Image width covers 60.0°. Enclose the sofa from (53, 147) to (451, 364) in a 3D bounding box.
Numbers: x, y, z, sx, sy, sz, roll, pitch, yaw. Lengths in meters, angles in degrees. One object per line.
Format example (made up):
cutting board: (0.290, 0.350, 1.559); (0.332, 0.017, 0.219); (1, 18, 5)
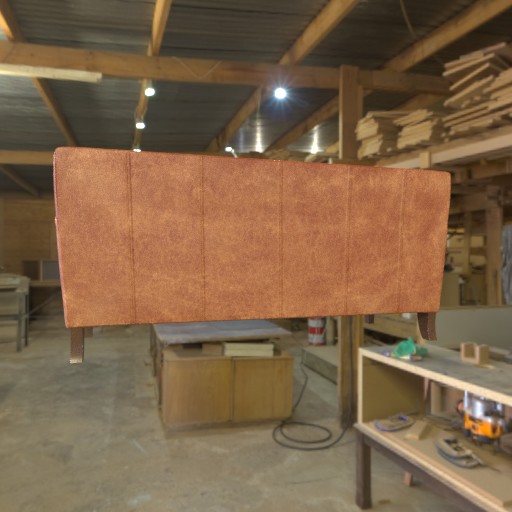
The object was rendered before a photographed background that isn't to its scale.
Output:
sofa: (0.000, 0.000, 2.560); (2.053, 0.947, 0.805); (0, 0, -17)
